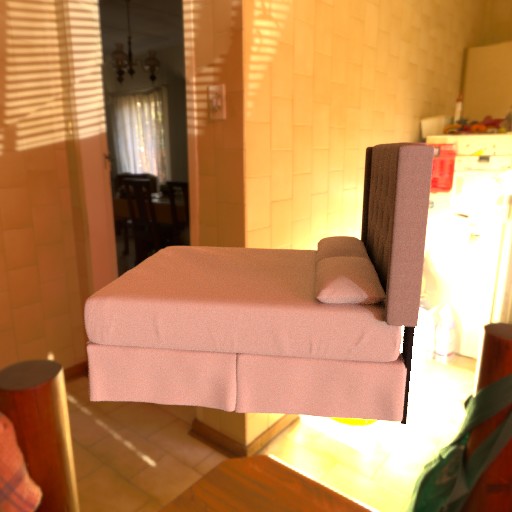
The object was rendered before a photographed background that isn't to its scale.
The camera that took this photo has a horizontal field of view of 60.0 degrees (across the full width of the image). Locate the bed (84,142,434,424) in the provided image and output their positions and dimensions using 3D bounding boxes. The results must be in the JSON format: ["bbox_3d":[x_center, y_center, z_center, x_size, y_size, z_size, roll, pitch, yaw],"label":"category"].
[{"bbox_3d":[0.000,0.000,3.380,2.066,1.665,1.719,2,14,8],"label":"bed"}]
